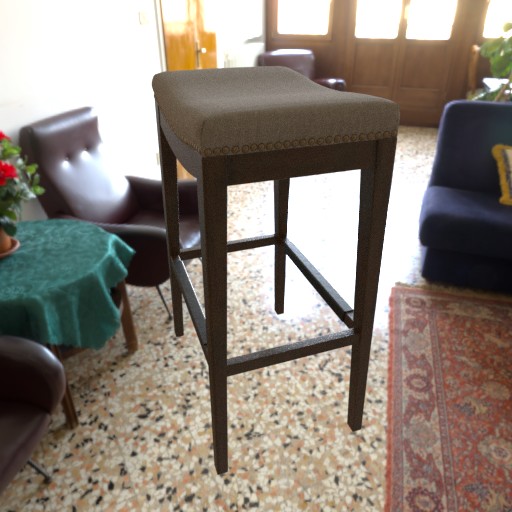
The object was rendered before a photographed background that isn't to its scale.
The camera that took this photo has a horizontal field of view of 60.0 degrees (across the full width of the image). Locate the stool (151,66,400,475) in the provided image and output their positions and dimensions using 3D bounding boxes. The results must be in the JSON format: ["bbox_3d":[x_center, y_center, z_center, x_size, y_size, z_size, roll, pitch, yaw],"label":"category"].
[{"bbox_3d":[0.000,0.000,1.028,0.356,0.762,0.508,-10,32,-17],"label":"stool"}]
